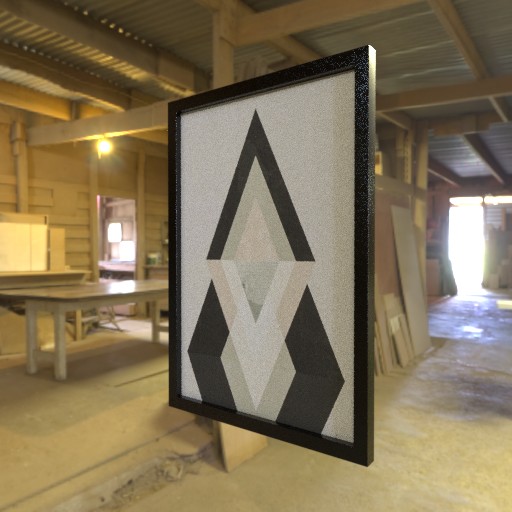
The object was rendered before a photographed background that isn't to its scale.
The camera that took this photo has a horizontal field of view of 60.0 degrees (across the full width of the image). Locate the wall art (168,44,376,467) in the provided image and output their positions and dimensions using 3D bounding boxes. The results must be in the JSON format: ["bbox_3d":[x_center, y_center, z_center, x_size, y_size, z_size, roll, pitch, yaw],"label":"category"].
[{"bbox_3d":[0.000,0.000,0.577,0.314,0.455,0.019,1,1,37],"label":"wall art"}]
